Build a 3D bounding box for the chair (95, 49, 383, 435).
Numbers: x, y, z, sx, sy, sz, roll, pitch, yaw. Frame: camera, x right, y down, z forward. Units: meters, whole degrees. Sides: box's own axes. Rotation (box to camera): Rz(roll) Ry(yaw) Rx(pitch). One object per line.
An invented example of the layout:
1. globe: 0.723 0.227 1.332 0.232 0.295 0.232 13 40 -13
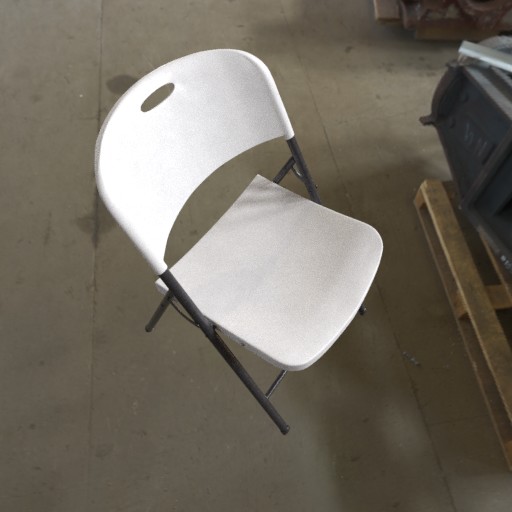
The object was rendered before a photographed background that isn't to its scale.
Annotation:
1. chair: 0.000 0.000 1.124 0.566 0.810 0.494 32 64 18
